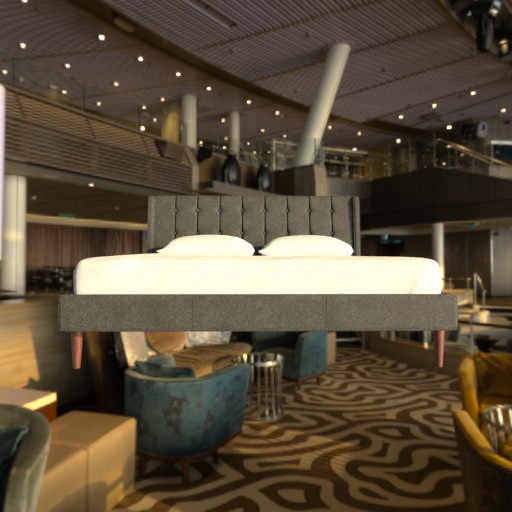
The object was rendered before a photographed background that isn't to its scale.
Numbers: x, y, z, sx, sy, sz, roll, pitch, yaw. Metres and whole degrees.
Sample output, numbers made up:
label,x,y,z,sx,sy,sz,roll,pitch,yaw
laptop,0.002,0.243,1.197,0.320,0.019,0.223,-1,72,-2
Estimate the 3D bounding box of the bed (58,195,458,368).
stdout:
label,x,y,z,sx,sy,sz,roll,pitch,yaw
bed,0.000,0.000,2.503,1.531,0.933,1.638,0,-2,-1
